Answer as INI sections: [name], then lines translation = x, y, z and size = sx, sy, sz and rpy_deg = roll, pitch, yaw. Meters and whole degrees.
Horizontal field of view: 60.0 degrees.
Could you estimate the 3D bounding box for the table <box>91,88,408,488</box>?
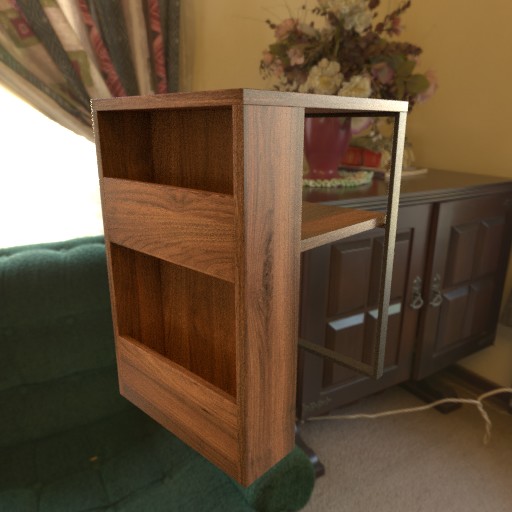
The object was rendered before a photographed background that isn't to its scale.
[table]
translation = 0.000, 0.000, 1.570
size = 0.660, 1.041, 0.786
rpy_deg = 15, 22, 41
